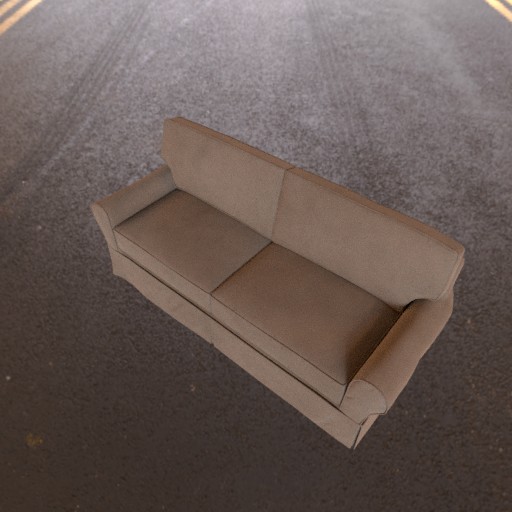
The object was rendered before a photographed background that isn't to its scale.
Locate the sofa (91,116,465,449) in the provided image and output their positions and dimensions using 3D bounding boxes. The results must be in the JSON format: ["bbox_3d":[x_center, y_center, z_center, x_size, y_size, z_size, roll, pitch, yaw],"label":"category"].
[{"bbox_3d":[0.000,0.000,2.761,2.246,1.014,0.900,30,52,27],"label":"sofa"}]
